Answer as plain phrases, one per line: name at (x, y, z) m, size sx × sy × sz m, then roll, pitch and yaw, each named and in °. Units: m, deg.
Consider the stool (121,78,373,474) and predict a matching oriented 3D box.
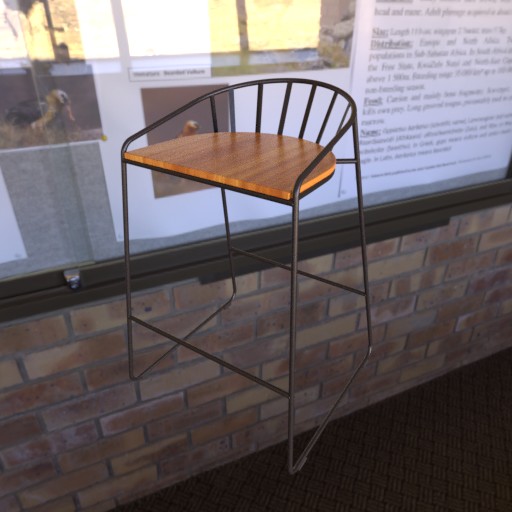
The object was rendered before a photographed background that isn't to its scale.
stool at (0.000, 0.000, 1.155) m, size 0.546 × 0.812 × 0.521 m, roll 19°, pitch 35°, yaw 28°
